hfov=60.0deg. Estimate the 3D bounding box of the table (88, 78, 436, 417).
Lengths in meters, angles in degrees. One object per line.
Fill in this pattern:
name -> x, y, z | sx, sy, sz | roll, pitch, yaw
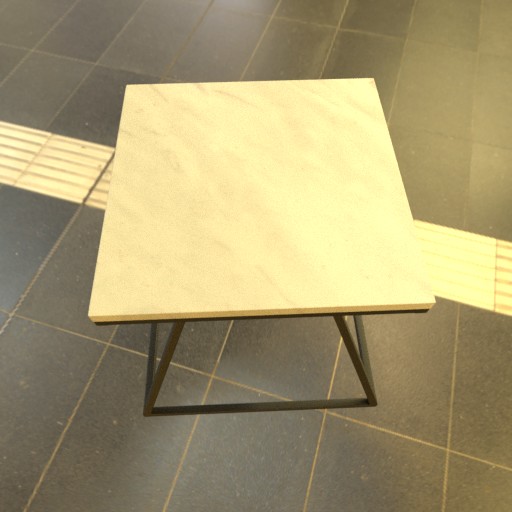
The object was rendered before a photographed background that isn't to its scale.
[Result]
table -> 0.000, 0.000, 0.803 | 0.455, 0.431, 0.455 | -2, 59, -1
